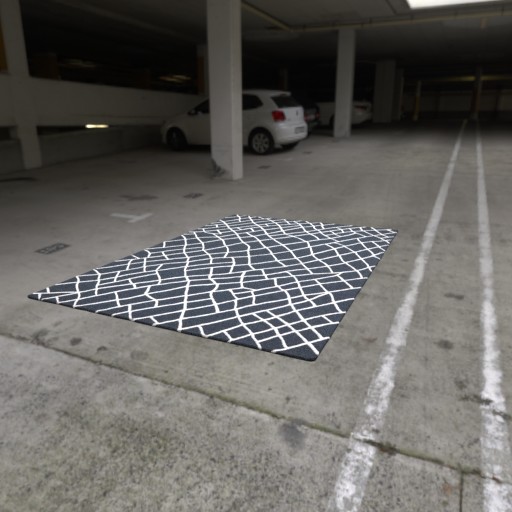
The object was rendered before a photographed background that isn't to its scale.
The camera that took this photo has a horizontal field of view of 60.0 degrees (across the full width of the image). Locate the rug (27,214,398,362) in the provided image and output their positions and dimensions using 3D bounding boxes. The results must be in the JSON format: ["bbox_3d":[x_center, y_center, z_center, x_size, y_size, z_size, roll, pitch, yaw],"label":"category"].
[{"bbox_3d":[0.000,0.000,2.354,1.223,0.013,1.830,8,18,24],"label":"rug"}]
